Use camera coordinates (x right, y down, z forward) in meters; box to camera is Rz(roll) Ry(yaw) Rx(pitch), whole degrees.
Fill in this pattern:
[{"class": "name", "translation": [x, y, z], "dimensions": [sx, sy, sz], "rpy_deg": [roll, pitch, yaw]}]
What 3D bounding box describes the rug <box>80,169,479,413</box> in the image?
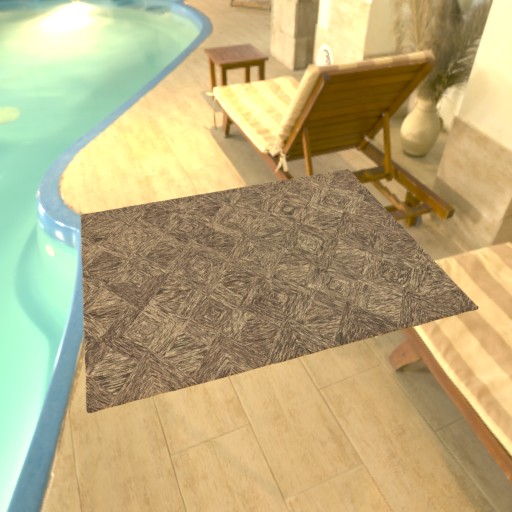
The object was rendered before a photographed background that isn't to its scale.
[{"class": "rug", "translation": [0.000, 0.000, 4.269], "dimensions": [3.204, 0.017, 2.448], "rpy_deg": [-12, 42, -13]}]
